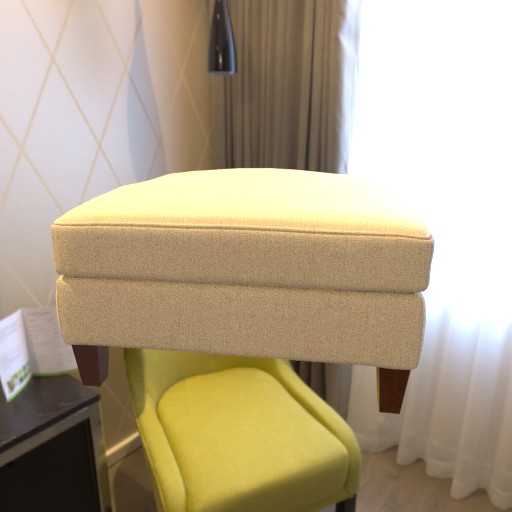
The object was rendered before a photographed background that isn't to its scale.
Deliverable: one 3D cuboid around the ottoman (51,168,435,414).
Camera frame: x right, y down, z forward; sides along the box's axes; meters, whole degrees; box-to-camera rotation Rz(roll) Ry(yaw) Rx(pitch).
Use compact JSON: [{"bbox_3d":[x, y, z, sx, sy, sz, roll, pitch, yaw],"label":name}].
[{"bbox_3d":[0.000,0.000,1.344,0.838,0.478,0.838,2,17,8],"label":"ottoman"}]
